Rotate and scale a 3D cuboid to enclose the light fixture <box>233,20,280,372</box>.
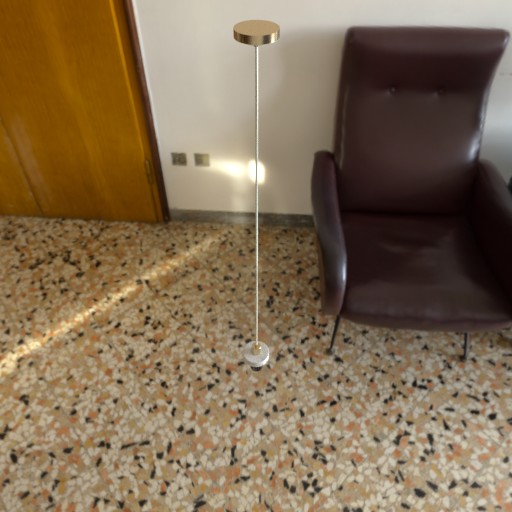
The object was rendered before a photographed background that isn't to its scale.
[{"bbox_3d":[0.000,0.000,1.735,0.129,1.669,0.129,-23,49,-22],"label":"light fixture"}]
